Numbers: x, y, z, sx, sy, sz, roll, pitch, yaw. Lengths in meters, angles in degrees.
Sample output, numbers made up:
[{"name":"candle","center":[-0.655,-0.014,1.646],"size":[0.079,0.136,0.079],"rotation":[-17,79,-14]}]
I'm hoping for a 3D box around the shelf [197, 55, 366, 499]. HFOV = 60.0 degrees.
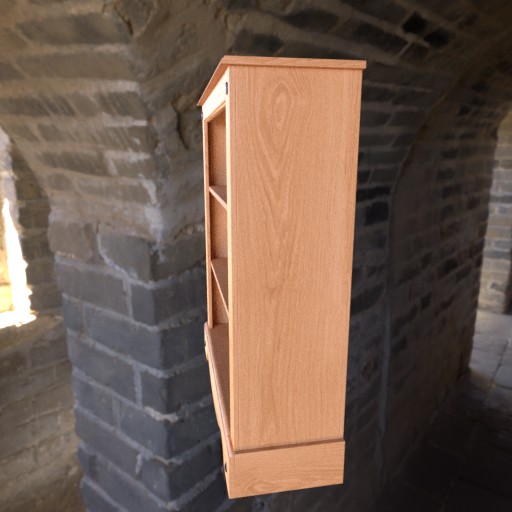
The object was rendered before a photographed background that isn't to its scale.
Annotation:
[{"name":"shelf","center":[0.000,0.000,1.367],"size":[0.291,0.980,0.840],"rotation":[-2,14,-10]}]
